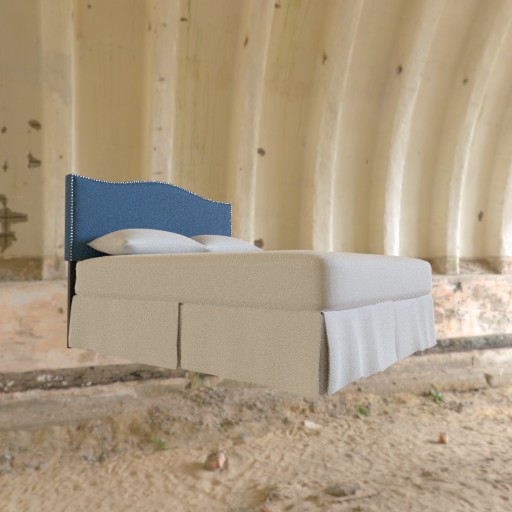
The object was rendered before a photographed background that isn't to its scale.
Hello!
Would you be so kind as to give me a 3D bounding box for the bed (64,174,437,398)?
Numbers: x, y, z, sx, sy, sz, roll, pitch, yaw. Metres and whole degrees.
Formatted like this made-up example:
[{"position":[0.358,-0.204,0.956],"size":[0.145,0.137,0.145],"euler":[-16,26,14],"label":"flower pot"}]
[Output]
[{"position":[0.000,0.000,2.880],"size":[1.872,1.169,1.610],"euler":[-1,-2,37],"label":"bed"}]
